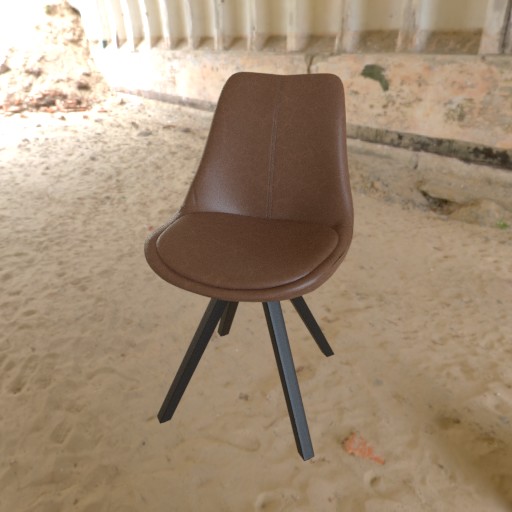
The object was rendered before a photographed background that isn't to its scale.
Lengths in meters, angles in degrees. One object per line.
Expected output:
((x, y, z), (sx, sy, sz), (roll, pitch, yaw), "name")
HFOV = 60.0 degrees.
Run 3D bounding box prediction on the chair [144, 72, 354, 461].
((0.000, 0.000, 1.146), (0.475, 0.850, 0.550), (8, 27, 16), "chair")
